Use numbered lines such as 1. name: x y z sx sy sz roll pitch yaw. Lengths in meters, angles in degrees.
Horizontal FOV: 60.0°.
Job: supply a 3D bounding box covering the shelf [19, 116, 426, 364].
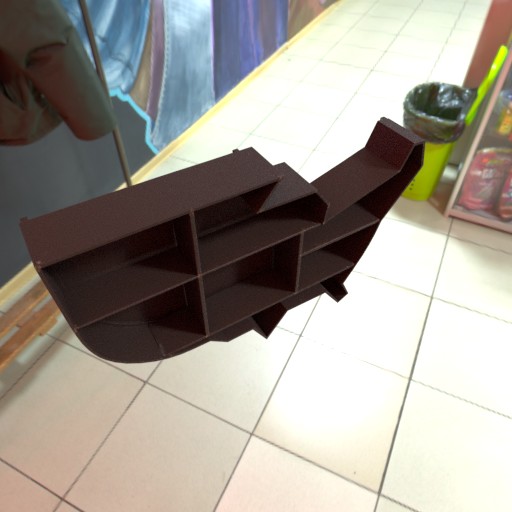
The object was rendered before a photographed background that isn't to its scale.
1. shelf: 0.000 0.000 0.887 0.729 0.439 0.112 -23 50 -21
